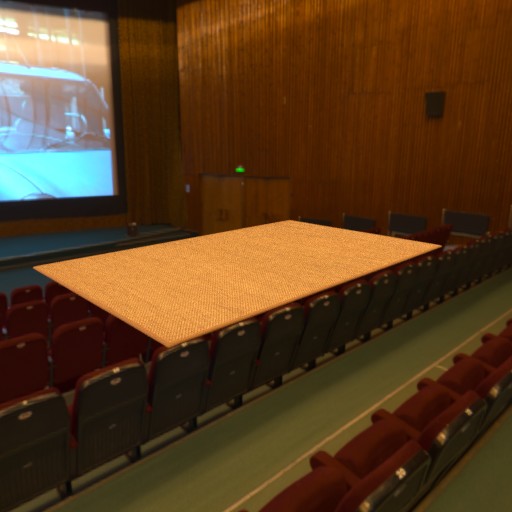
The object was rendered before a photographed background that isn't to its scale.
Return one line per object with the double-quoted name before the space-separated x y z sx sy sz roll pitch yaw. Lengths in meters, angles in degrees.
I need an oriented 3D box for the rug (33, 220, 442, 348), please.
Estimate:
"rug" 0.000 0.000 2.105 1.668 0.012 1.061 -14 20 -42
